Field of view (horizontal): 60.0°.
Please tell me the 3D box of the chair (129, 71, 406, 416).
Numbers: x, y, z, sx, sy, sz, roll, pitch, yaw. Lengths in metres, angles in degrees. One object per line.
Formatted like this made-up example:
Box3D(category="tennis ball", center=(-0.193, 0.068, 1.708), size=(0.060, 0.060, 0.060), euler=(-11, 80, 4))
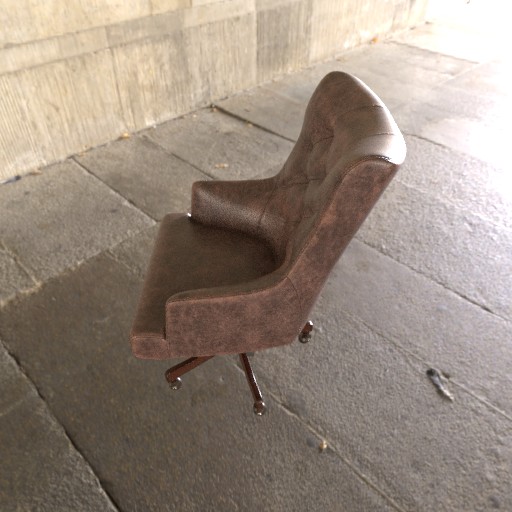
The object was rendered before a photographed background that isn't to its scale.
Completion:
Box3D(category="chair", center=(0.000, 0.000, 1.493), size=(0.762, 1.035, 0.641), euler=(0, 41, 0))
